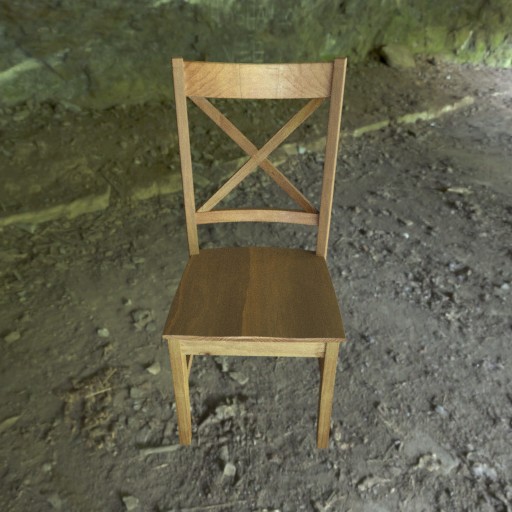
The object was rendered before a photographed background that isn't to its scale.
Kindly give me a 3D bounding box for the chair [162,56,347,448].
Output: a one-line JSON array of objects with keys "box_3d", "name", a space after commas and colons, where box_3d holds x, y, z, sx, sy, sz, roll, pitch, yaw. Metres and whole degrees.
[{"box_3d": [0.000, 0.000, 1.262, 0.485, 0.983, 0.542, 1, 31, 1], "name": "chair"}]
